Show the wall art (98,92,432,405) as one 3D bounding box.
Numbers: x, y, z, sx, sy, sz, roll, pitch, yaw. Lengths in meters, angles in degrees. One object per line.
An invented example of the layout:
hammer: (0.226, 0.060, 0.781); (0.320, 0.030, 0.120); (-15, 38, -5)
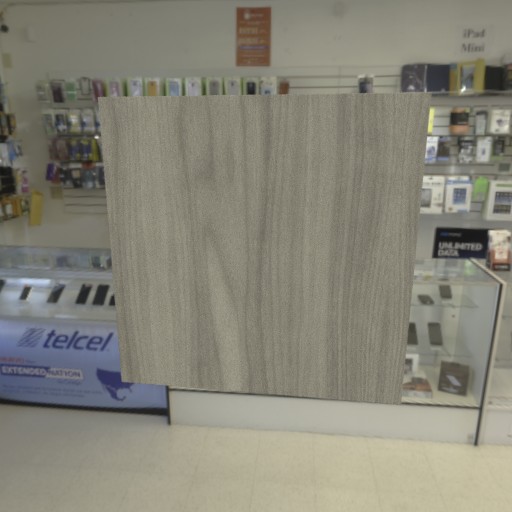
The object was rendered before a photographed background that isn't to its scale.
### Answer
wall art: (0.000, 0.000, 0.741); (0.508, 0.507, 0.016); (2, 15, 8)
